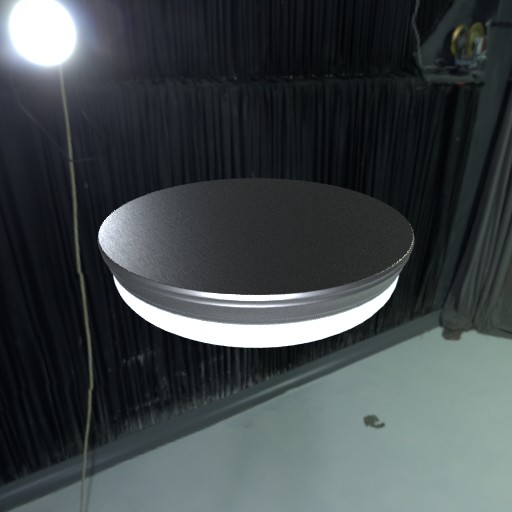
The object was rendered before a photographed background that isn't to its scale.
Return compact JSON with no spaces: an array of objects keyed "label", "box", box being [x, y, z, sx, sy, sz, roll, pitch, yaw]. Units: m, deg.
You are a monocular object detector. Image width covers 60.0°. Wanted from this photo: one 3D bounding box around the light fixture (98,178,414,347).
[{"label":"light fixture","box":[0.000,0.000,0.561,0.368,0.100,0.368,0,25,0]}]
